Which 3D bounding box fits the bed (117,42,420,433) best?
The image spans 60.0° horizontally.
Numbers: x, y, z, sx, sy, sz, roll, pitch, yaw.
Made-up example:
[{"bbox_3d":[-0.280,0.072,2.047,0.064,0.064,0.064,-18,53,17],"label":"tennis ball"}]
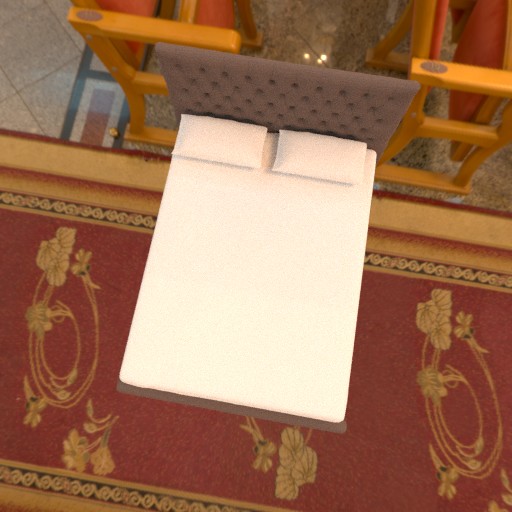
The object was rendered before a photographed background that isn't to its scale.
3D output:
[{"bbox_3d":[0.000,0.000,3.191,1.696,1.426,2.233,10,76,2],"label":"bed"}]
